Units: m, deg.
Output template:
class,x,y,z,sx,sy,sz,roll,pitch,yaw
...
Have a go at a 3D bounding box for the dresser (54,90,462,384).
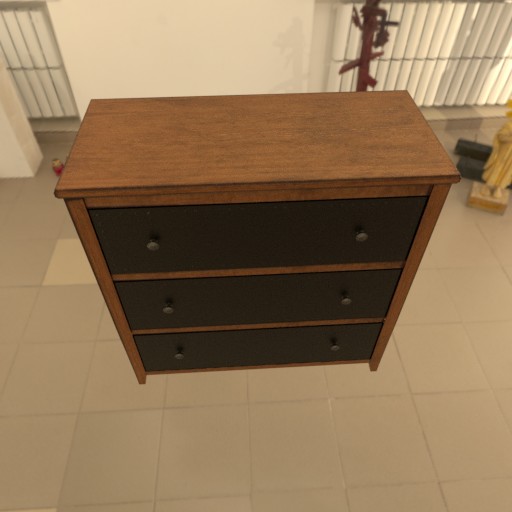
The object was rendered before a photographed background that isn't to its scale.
class,x,y,z,sx,sy,sz,roll,pitch,yaw
dresser,0.000,0.000,1.979,1.250,1.224,0.591,-3,47,-2
